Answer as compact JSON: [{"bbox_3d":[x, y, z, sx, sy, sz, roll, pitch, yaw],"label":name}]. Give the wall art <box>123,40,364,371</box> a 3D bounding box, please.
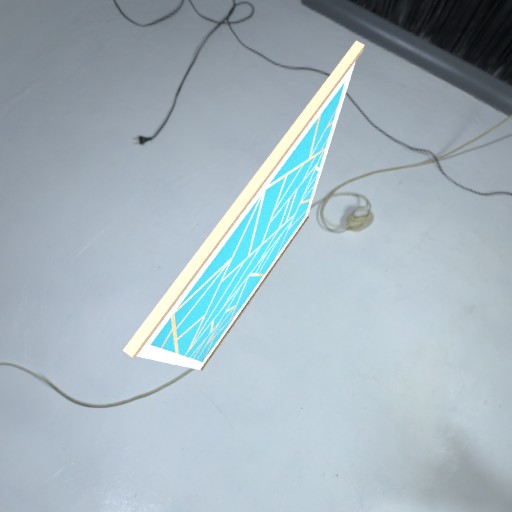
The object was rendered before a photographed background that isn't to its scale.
[{"bbox_3d":[0.000,0.000,0.791,0.012,0.608,0.459,33,77,9],"label":"wall art"}]
